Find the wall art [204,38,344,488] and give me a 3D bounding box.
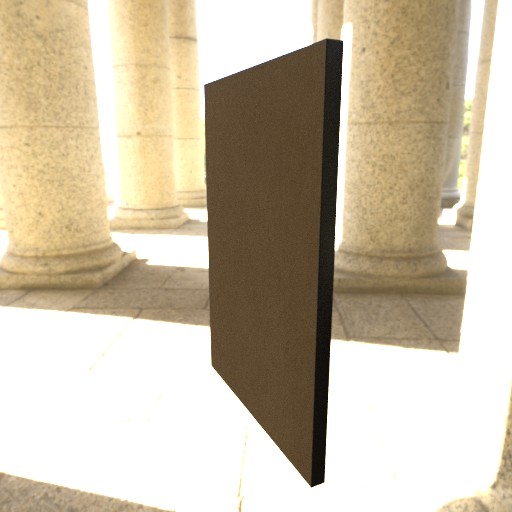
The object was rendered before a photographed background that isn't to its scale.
[{"bbox_3d":[0.000,0.000,0.575,0.019,0.455,0.314,-7,15,-25],"label":"wall art"}]
